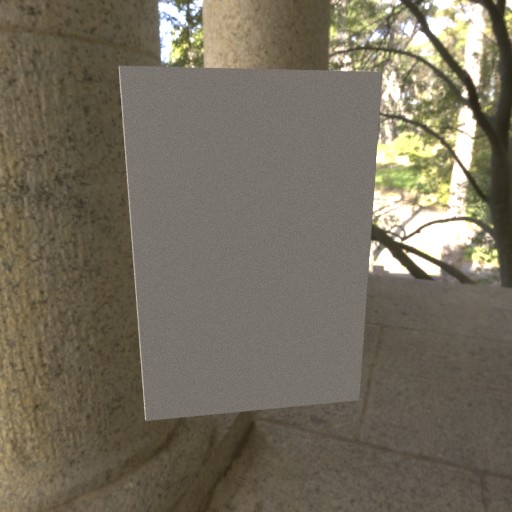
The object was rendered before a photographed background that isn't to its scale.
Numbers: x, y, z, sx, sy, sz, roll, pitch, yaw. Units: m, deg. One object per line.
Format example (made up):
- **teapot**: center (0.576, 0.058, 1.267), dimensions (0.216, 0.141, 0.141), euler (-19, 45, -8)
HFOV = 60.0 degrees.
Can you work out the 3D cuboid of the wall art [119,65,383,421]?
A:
- **wall art**: center (0.000, 0.000, 1.040), dimensions (0.556, 0.813, 0.026), euler (-2, 15, -9)
